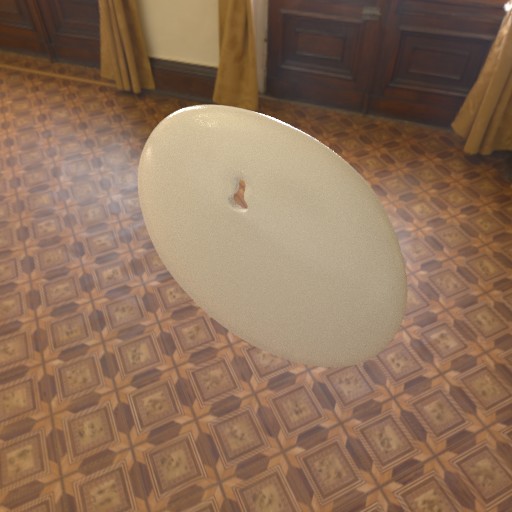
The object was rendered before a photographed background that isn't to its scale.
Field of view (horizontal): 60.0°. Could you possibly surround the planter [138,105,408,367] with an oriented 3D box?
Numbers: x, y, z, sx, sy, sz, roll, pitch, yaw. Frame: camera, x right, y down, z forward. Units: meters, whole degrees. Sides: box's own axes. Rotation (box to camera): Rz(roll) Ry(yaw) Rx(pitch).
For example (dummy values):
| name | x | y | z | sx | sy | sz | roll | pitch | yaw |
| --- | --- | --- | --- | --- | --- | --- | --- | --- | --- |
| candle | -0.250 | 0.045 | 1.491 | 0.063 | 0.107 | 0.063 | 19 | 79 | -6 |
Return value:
| name | x | y | z | sx | sy | sz | roll | pitch | yaw |
| --- | --- | --- | --- | --- | --- | --- | --- | --- | --- |
| planter | 0.000 | 0.000 | 0.271 | 0.185 | 0.188 | 0.043 | 25 | 51 | 22 |
